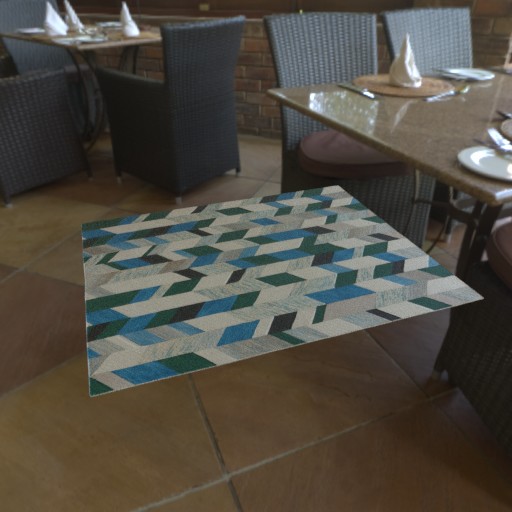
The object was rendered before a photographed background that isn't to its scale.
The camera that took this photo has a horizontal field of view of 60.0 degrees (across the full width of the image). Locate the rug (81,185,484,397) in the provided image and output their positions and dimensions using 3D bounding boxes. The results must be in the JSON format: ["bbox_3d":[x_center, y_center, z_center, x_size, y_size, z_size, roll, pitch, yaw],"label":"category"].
[{"bbox_3d":[0.000,0.000,4.111,3.036,0.008,2.440,-11,34,-16],"label":"rug"}]
